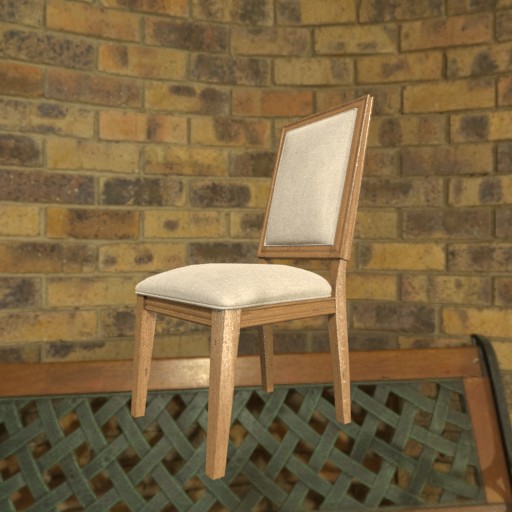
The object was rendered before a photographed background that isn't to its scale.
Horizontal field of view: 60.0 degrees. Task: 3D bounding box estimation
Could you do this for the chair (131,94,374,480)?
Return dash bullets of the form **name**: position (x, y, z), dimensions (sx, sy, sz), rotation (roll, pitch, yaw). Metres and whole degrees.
- **chair**: position (0.000, 0.000, 1.355), dimensions (0.601, 0.988, 0.536), rotation (0, 0, -36)
